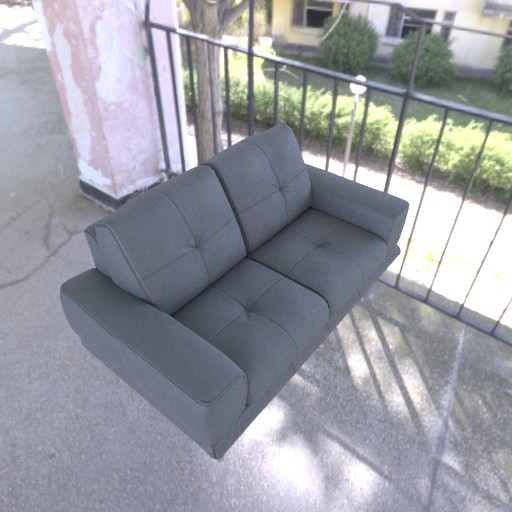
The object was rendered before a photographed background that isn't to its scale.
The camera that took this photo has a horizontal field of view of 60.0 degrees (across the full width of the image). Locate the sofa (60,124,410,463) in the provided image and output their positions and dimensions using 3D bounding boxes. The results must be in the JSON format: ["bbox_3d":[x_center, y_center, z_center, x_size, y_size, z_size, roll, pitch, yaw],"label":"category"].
[{"bbox_3d":[0.000,0.000,2.425,1.018,0.907,1.806,28,48,29],"label":"sofa"}]
